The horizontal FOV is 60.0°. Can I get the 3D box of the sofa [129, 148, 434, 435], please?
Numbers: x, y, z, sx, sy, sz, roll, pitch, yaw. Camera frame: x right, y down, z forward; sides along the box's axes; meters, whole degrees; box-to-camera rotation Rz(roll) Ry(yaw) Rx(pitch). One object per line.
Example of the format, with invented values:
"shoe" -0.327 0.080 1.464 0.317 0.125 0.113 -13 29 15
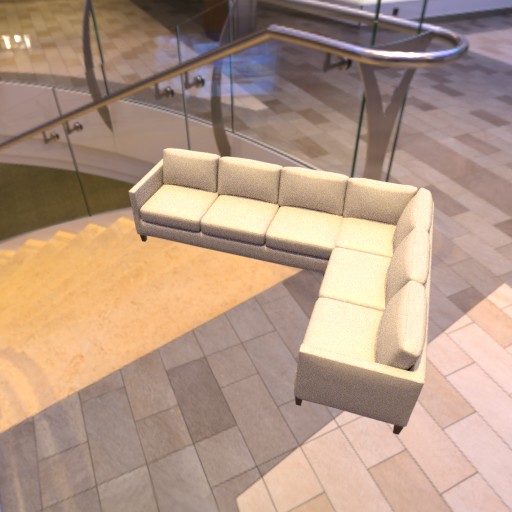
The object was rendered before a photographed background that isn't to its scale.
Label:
"sofa" 0.000 0.000 4.531 3.333 0.934 2.522 12 41 14
